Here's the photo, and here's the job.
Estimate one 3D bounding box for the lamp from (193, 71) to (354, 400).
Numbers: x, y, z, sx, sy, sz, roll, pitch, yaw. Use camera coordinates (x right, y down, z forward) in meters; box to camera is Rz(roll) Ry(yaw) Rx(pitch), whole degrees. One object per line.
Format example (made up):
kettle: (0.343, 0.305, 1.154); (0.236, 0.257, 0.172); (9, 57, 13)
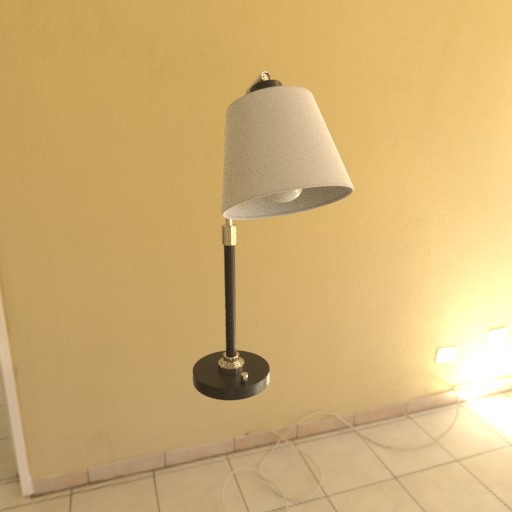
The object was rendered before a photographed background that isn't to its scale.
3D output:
lamp: (0.000, 0.000, 0.703); (0.181, 0.539, 0.348); (-8, 17, -27)
